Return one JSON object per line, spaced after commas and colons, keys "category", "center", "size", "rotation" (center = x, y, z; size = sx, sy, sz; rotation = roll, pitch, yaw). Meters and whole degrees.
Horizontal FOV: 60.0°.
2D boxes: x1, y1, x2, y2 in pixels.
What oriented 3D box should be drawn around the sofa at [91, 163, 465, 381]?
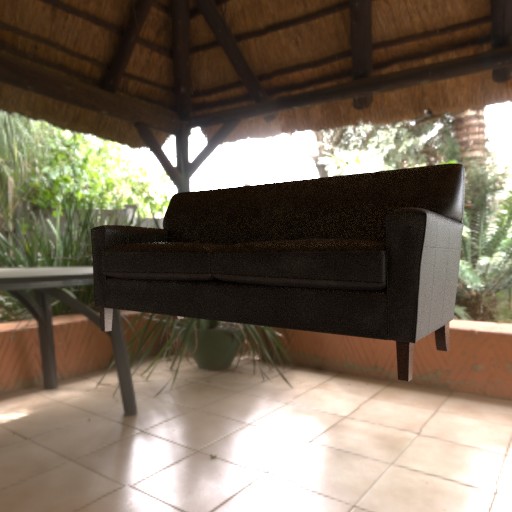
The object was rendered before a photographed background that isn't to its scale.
{"category": "sofa", "center": [0.000, 0.000, 2.512], "size": [2.053, 0.947, 0.805], "rotation": [0, 1, 35]}
